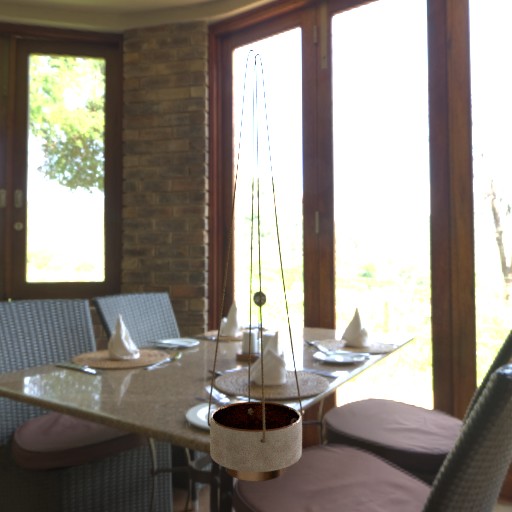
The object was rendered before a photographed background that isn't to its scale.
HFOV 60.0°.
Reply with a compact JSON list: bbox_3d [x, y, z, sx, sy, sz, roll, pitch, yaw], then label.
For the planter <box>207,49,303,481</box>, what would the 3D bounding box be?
[{"bbox_3d":[0.000,0.000,1.100,0.223,1.030,0.223,-2,-3,36],"label":"planter"}]
